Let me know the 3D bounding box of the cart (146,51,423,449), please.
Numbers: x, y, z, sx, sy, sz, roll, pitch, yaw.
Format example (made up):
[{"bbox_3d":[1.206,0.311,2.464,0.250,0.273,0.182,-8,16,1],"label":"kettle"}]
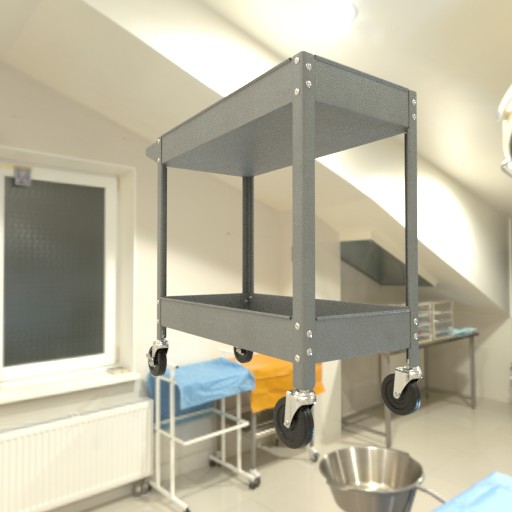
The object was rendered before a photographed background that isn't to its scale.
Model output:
[{"bbox_3d":[0.000,0.000,1.186,0.366,0.719,0.779,1,-1,-35],"label":"cart"}]
